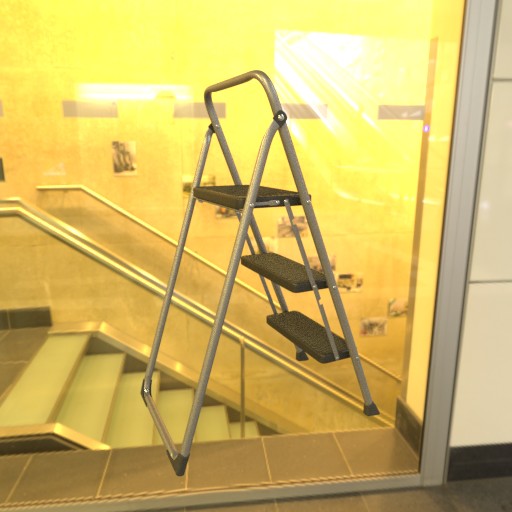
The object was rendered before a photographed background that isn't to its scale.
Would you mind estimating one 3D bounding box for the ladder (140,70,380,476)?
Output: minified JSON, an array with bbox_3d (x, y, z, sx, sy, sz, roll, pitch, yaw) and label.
[{"bbox_3d":[0.000,0.000,1.270,0.629,0.945,0.430,-6,15,-25],"label":"ladder"}]
